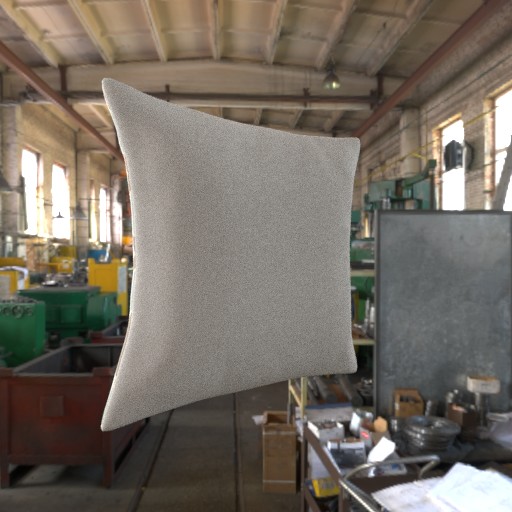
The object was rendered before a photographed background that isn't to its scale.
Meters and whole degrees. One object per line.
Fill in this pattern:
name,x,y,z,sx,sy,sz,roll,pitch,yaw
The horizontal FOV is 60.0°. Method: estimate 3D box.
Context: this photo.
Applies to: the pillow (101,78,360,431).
pillow,0.000,0.000,0.799,0.552,0.508,0.166,0,0,-37
